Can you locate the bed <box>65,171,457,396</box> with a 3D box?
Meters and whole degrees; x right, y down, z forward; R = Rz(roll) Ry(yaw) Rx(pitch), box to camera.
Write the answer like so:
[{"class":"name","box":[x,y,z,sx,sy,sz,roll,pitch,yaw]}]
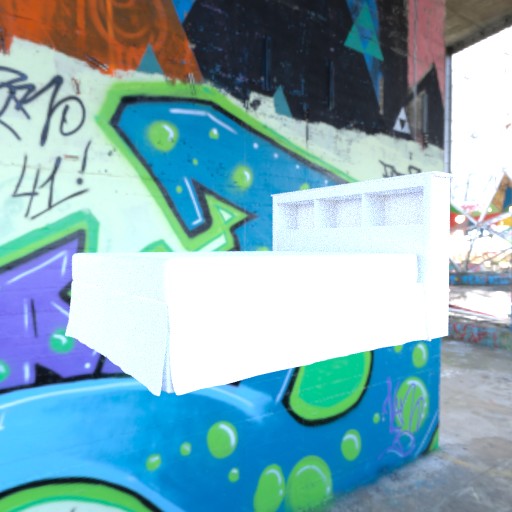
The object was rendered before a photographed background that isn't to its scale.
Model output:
[{"class":"bed","box":[0.000,0.000,3.038,2.133,1.092,1.671,-1,2,-36]}]
